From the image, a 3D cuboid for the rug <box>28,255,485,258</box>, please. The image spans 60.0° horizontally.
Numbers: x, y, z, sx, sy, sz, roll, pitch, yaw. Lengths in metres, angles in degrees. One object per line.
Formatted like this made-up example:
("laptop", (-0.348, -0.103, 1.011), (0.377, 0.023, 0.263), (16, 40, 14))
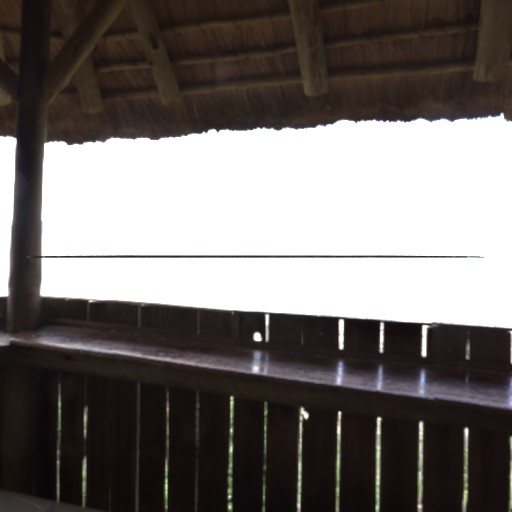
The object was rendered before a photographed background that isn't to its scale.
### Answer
("rug", (0.000, 0.000, 4.362), (3.291, 0.017, 2.431), (0, 0, 0))
